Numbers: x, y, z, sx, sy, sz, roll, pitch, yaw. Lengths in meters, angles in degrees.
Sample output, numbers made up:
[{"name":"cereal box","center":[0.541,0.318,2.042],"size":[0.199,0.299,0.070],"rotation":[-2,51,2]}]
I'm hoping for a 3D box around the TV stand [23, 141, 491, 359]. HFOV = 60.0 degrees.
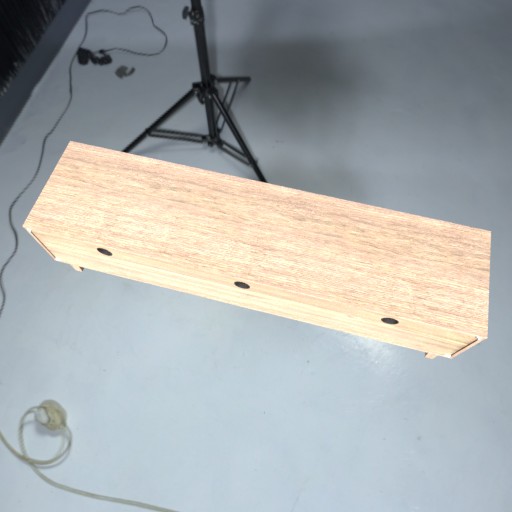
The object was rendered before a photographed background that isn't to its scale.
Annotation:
[{"name":"TV stand","center":[0.000,0.000,1.627],"size":[1.482,0.409,0.366],"rotation":[13,65,6]}]
